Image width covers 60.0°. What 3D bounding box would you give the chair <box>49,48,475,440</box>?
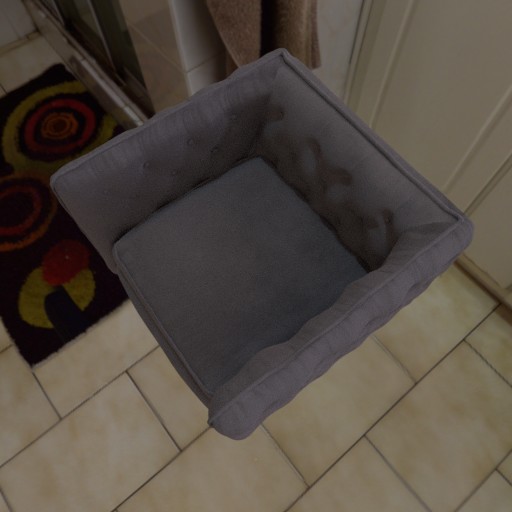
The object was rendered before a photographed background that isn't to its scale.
[{"bbox_3d":[0.000,0.000,1.598,0.913,0.807,0.946,-34,70,-15],"label":"chair"}]
